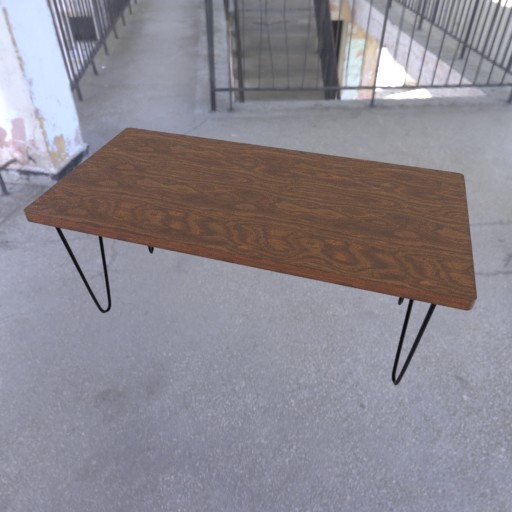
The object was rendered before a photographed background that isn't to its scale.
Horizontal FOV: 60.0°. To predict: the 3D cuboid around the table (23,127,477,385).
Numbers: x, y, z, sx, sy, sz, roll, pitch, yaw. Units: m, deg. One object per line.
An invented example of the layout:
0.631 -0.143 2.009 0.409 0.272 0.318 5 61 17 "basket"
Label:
0.000 0.000 2.218 1.791 0.753 0.883 11 41 13 "table"
